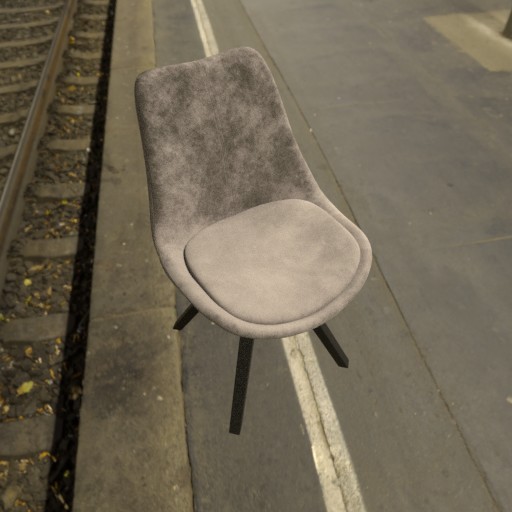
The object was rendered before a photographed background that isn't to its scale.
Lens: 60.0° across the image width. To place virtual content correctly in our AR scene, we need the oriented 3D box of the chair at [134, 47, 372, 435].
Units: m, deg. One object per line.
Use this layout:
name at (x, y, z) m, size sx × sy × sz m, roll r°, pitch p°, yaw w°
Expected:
chair at (0.000, 0.000, 1.164) m, size 0.485 × 0.850 × 0.550 m, roll -24°, pitch 51°, yaw -22°
